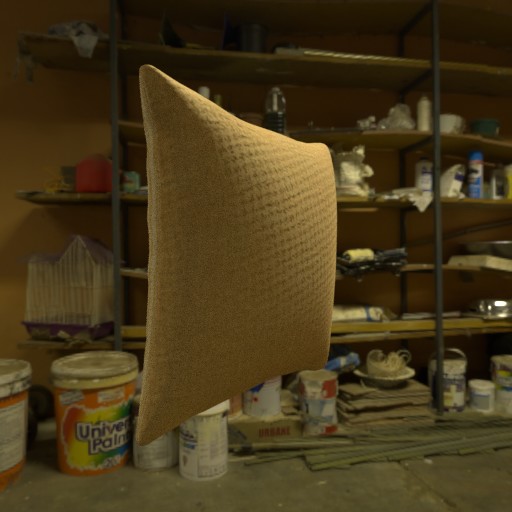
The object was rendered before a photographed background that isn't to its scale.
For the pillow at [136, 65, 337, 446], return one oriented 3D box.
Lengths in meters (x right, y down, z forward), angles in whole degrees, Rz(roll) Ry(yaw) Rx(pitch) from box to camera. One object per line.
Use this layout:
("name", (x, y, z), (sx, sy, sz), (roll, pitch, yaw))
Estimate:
("pillow", (0.000, 0.000, 0.638), (0.173, 0.407, 0.419), (0, -1, 36))
